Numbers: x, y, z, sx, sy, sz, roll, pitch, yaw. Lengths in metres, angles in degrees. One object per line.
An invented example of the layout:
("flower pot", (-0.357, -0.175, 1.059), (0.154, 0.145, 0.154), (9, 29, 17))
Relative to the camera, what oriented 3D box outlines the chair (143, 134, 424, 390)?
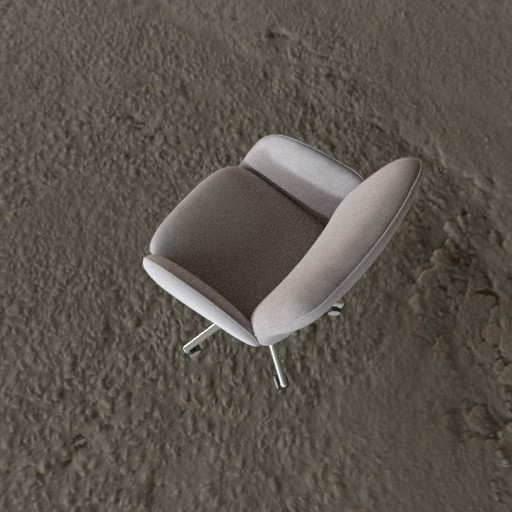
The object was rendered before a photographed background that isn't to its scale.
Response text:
("chair", (0.000, 0.000, 1.380), (0.654, 0.959, 0.648), (34, 69, 15))
